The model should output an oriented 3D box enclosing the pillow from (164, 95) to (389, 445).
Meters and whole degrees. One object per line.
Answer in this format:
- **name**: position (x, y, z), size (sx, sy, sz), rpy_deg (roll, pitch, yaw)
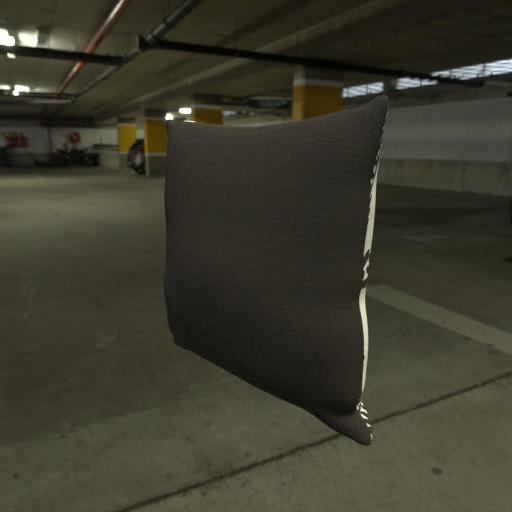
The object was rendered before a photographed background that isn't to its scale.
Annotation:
- **pillow**: position (0.000, 0.000, 0.687), size (0.440, 0.441, 0.182), rpy_deg (13, 19, 43)
